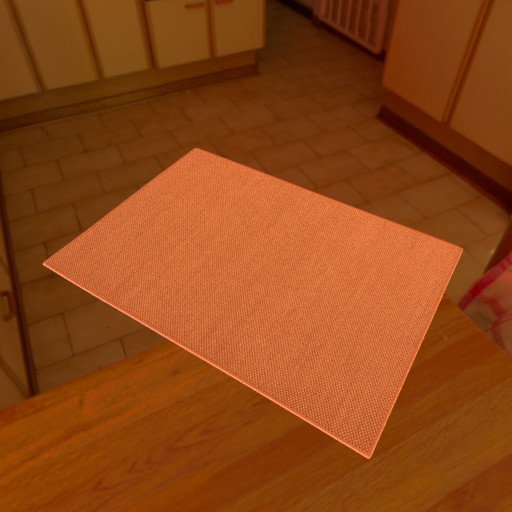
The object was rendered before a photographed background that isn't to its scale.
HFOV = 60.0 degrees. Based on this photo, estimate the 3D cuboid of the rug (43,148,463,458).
[{"bbox_3d":[0.000,0.000,2.748,2.134,0.013,1.524,25,51,22],"label":"rug"}]
